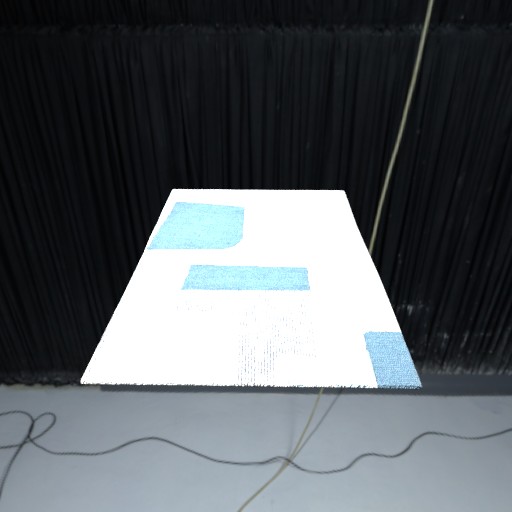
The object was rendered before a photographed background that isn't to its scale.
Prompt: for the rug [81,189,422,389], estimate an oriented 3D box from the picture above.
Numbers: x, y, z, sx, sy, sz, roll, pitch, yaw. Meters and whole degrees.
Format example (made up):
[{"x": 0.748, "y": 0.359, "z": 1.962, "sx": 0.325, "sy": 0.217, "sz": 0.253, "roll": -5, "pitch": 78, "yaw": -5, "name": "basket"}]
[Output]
[{"x": 0.000, "y": 0.000, "z": 2.390, "sx": 1.238, "sy": 0.020, "sz": 1.847, "roll": 1, "pitch": 30, "yaw": 1, "name": "rug"}]
